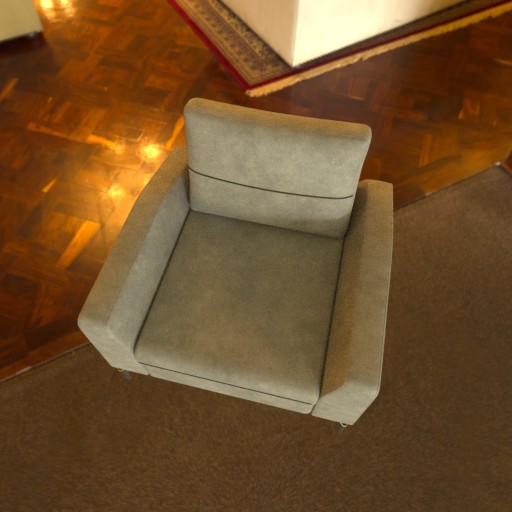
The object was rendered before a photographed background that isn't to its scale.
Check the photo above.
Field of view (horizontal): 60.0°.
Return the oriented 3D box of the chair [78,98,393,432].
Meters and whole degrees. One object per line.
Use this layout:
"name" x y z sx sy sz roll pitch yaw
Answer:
"chair" 0.000 0.000 1.578 0.900 0.800 0.900 11 58 7
